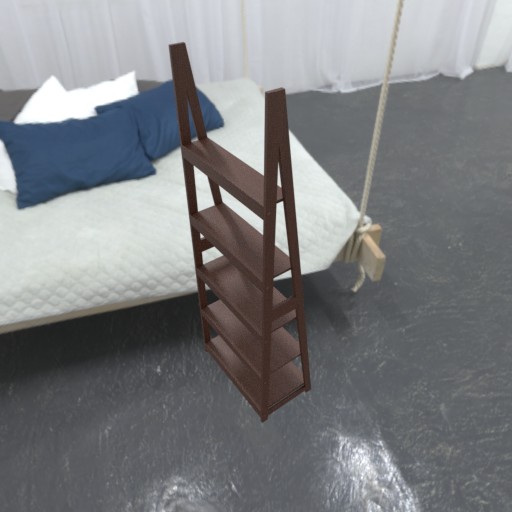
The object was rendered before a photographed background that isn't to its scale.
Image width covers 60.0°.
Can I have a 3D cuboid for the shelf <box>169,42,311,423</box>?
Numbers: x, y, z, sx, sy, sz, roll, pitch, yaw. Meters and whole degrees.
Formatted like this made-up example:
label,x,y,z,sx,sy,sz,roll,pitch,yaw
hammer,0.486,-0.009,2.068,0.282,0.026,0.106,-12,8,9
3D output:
label,x,y,z,sx,sy,sz,roll,pitch,yaw
shelf,0.000,0.000,2.068,0.350,1.770,0.600,-25,46,-27
